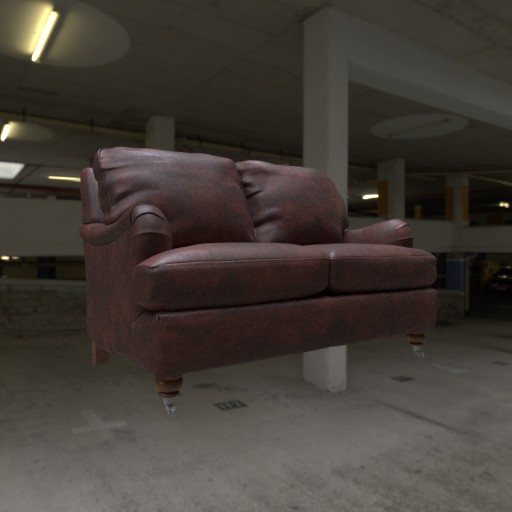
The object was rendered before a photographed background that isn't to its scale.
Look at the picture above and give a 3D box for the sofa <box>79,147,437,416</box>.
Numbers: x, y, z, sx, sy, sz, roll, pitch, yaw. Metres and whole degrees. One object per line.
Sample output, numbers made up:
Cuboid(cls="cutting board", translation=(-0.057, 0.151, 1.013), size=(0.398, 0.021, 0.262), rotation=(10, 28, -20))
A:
Cuboid(cls="sofa", translation=(0.000, 0.000, 2.333), size=(1.628, 1.070, 1.148), rotation=(-1, 1, -35))
